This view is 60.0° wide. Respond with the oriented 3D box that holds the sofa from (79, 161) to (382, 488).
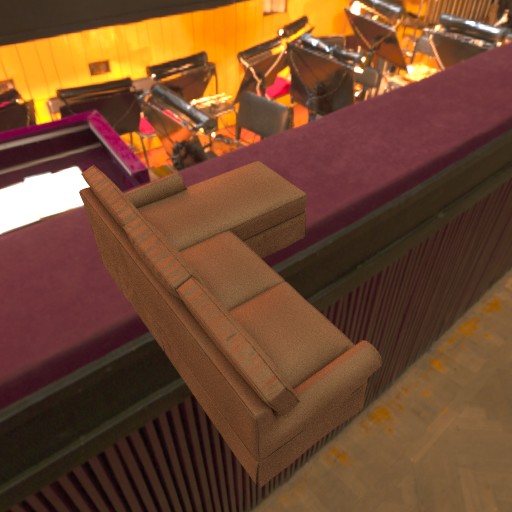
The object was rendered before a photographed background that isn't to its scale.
[{"bbox_3d":[0.000,0.000,3.342,1.733,0.978,2.475,-26,48,-26],"label":"sofa"}]
